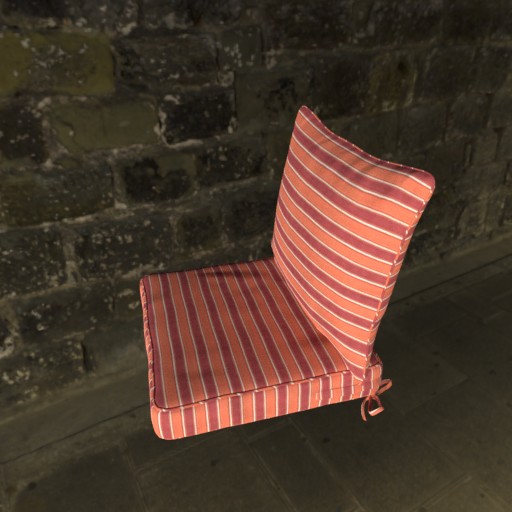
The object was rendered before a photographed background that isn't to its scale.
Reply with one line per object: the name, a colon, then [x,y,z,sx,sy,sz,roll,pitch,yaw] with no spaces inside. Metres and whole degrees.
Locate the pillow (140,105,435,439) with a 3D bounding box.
pillow: [0.000,0.000,1.360,0.733,0.723,0.799,-8,31,-13]
